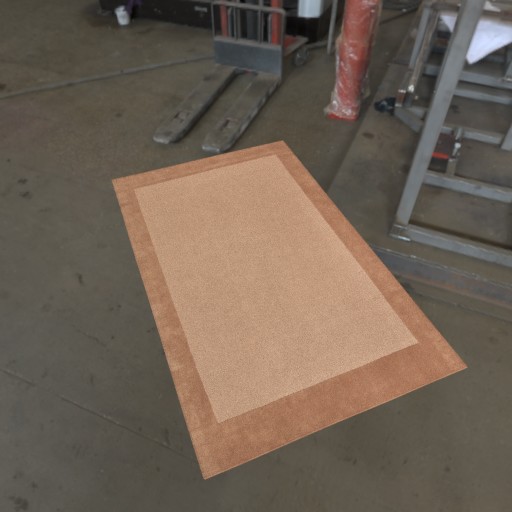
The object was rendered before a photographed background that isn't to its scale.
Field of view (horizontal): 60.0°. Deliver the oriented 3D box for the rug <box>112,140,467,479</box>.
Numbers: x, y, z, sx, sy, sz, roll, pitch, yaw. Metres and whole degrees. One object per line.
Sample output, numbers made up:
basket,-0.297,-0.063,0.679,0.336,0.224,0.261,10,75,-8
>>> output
rug,0.000,0.000,3.017,1.524,0.014,2.438,-17,49,-15
